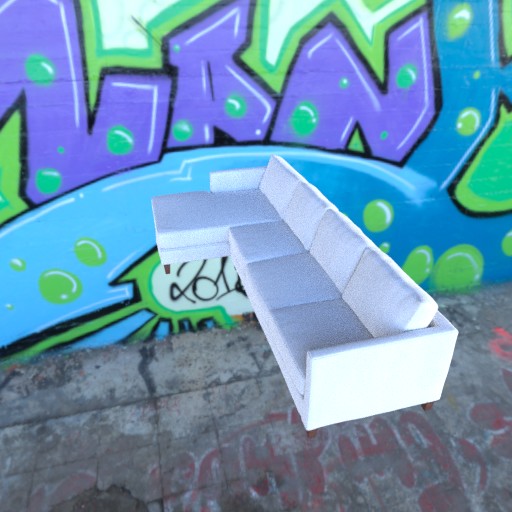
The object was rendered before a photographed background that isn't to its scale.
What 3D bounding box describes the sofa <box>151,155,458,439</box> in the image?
[{"bbox_3d":[0.000,0.000,3.859,1.625,0.861,3.186,-8,31,-13],"label":"sofa"}]
